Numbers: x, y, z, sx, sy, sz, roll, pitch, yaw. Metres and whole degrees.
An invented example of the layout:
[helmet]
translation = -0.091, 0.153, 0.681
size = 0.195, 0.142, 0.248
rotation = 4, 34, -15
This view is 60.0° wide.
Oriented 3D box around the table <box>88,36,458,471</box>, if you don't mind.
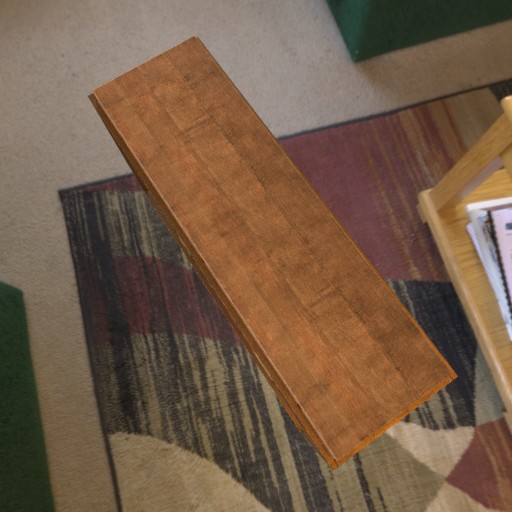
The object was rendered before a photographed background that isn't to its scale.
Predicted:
[table]
translation = 0.000, 0.000, 1.737
size = 0.440, 0.820, 1.400
rotation = -33, 77, -9
